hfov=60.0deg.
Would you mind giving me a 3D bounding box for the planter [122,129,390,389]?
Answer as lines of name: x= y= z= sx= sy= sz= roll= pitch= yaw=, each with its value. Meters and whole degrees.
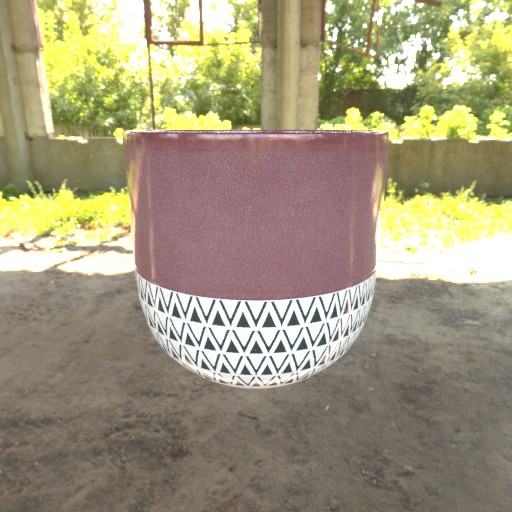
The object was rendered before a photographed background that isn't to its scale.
planter: x=0.000 y=0.000 z=0.495 sx=0.266 sy=0.270 sz=0.266 roll=0 pitch=16 yaw=0
